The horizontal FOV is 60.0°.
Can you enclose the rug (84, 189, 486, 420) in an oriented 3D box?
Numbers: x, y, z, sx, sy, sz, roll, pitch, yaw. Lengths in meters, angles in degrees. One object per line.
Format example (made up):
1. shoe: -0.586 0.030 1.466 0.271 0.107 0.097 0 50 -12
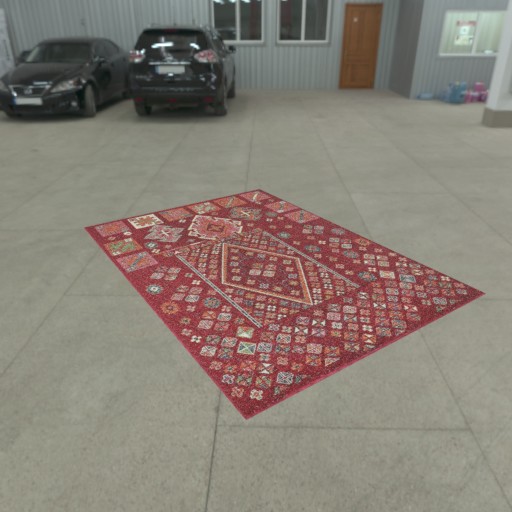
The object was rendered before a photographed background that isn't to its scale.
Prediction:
1. rug: 0.000 0.000 2.852 1.579 0.007 2.184 -17 32 -30
